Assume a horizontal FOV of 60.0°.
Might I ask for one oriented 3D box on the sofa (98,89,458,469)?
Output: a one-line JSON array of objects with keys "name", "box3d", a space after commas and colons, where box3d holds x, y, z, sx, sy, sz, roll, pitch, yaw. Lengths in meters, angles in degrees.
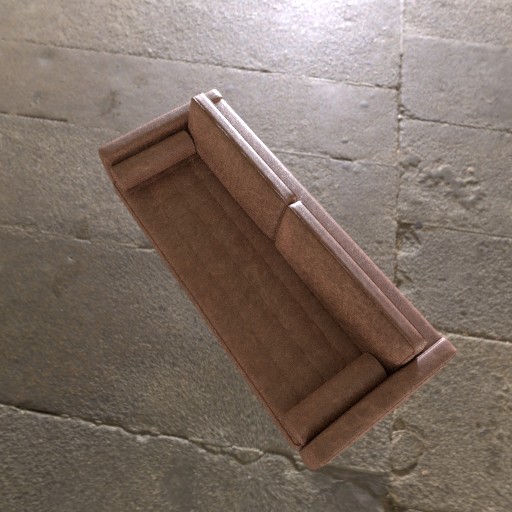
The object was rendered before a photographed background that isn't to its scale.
[{"name": "sofa", "box3d": [0.000, 0.000, 2.625, 0.914, 0.762, 2.210, -33, 68, -15]}]
